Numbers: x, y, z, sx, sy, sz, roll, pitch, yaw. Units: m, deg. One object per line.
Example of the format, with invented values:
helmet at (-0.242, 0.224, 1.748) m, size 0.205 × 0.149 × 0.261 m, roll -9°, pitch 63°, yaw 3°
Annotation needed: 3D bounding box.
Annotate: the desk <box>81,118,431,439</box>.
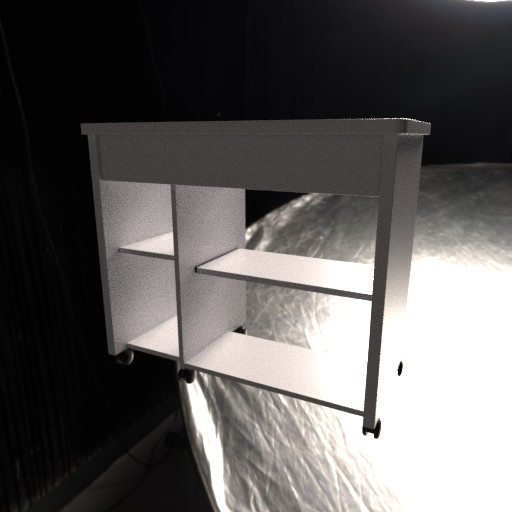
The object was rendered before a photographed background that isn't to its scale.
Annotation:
desk at (0.000, 0.000, 1.334) m, size 0.877 × 0.763 × 0.475 m, roll 8°, pitch 17°, yaw 26°
